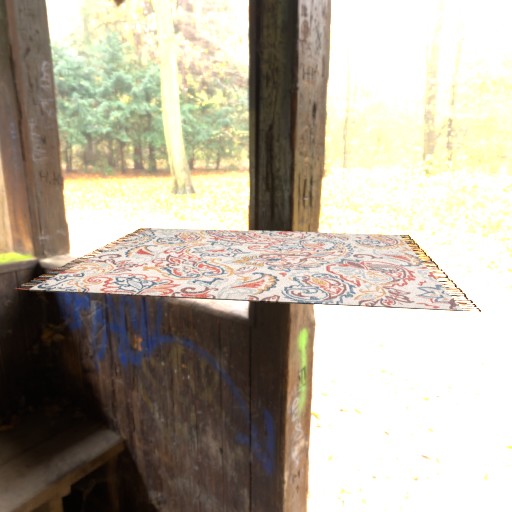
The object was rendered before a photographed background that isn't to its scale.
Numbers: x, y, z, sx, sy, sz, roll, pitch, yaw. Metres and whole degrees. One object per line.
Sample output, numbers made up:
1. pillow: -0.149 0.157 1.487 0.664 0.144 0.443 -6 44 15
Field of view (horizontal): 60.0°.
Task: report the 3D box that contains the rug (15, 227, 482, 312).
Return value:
1. rug: 0.000 0.000 4.229 3.274 0.015 2.439 2 15 8
